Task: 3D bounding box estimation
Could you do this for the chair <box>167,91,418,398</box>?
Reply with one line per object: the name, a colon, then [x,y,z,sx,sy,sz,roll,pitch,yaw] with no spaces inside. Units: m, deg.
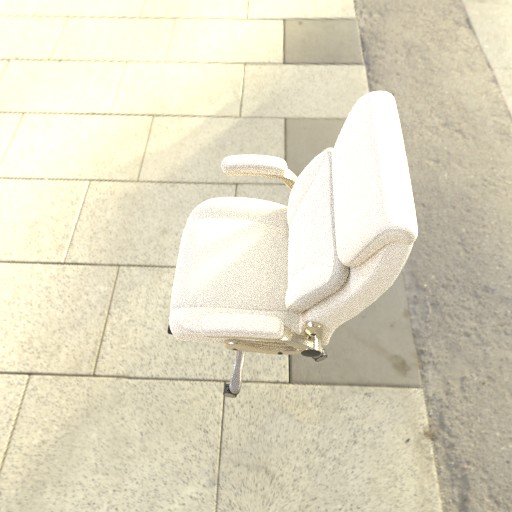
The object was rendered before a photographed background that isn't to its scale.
chair: [0.000,0.000,1.596,0.794,1.110,0.740,0,57,0]
